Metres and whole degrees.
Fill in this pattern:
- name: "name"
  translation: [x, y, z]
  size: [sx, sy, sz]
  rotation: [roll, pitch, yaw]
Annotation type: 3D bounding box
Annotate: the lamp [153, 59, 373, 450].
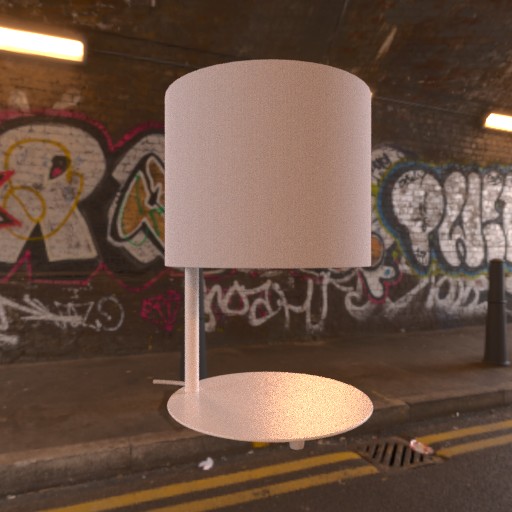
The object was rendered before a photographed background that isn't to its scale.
- name: "lamp"
  translation: [0.000, 0.000, 0.666]
  size: [0.341, 0.454, 0.299]
  rotation: [0, 0, 17]
